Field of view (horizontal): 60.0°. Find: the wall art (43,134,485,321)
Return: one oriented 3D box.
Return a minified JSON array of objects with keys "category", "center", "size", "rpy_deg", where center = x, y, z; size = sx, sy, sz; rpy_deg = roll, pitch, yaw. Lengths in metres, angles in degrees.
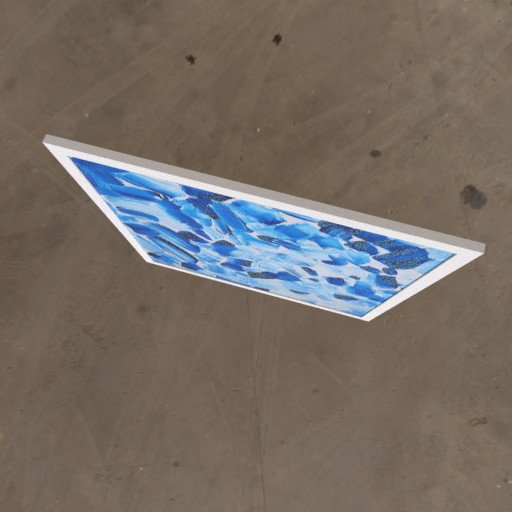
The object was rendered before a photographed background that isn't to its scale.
[{"category":"wall art","center":[0.000,0.000,0.958],"size":[0.660,0.660,0.015],"rpy_deg":[15,74,4]}]
